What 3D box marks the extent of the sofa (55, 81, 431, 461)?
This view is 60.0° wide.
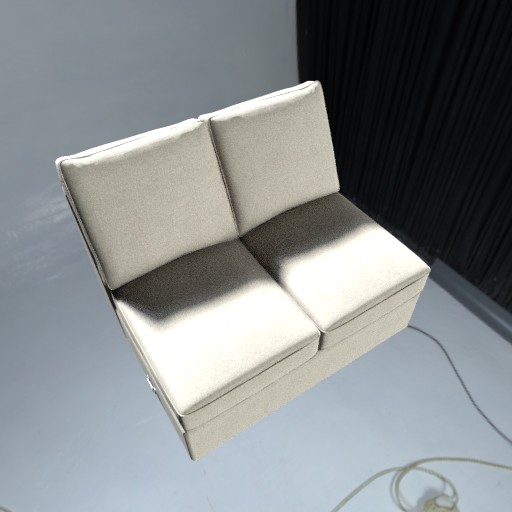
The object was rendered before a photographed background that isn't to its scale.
[{"bbox_3d":[0.000,0.000,1.945,1.232,1.006,0.978,-25,51,-22],"label":"sofa"}]
